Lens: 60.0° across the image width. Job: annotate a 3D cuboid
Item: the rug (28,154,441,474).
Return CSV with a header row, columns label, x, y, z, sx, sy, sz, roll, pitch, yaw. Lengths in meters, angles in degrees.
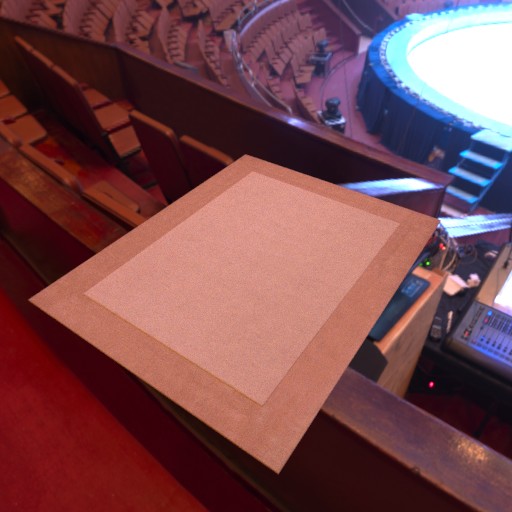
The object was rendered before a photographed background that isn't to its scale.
label,x,y,z,sx,sy,sz,roll,pitch,yaw
rug,0.000,0.000,4.057,2.438,0.014,3.048,24,46,26
